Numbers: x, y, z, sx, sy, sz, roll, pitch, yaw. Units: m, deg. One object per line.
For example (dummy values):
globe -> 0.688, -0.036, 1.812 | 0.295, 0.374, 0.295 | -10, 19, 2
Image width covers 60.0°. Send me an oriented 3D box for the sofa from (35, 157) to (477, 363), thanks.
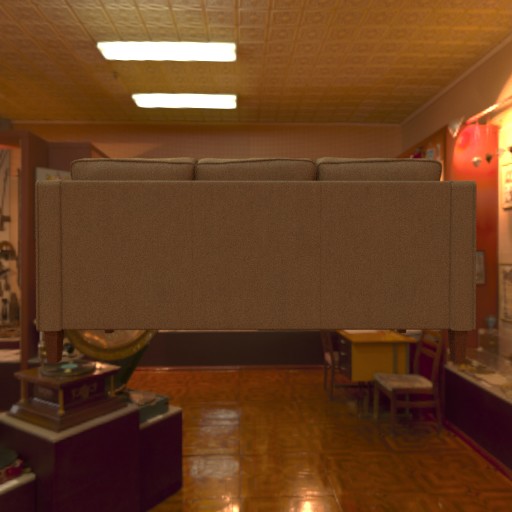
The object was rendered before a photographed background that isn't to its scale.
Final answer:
sofa -> 0.000, 0.000, 2.439 | 1.986, 0.974, 0.911 | 0, 0, 0
